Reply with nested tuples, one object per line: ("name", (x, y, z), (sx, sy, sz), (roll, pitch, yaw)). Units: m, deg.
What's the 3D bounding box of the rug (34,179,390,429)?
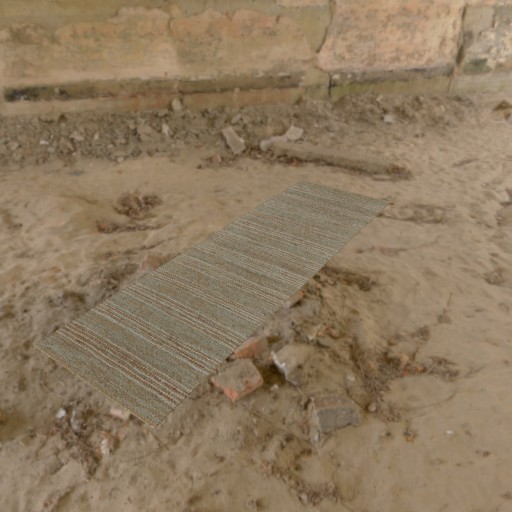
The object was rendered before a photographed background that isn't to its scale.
("rug", (0.000, 0.000, 2.685), (0.783, 0.006, 2.438), (20, 37, 29))
